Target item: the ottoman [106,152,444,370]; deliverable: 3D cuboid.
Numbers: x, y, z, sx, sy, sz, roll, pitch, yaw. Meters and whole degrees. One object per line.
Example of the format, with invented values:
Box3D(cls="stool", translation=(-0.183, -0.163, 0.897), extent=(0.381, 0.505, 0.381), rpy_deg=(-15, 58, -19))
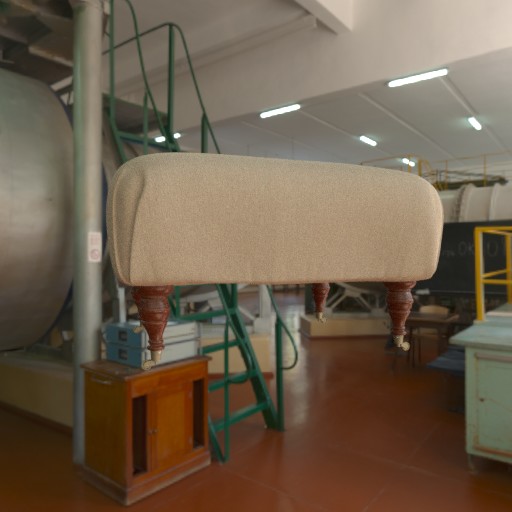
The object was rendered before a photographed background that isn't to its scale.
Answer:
Box3D(cls="ottoman", translation=(0.000, 0.000, 1.176), extent=(0.746, 0.450, 0.639), rpy_deg=(0, 0, -17))
